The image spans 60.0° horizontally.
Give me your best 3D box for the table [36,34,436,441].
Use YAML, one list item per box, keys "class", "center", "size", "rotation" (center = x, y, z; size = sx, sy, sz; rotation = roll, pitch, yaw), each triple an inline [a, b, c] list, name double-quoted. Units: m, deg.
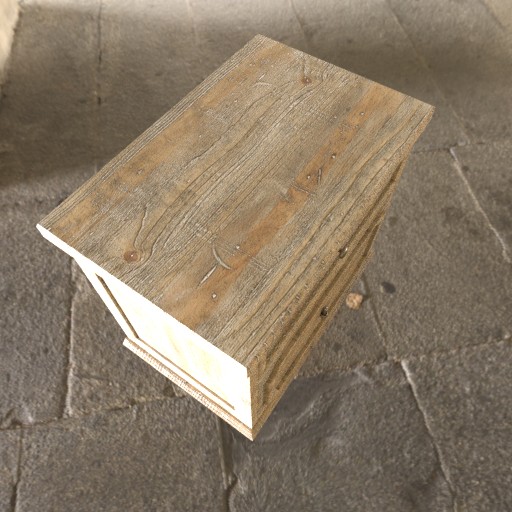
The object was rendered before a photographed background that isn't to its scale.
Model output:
- class: "table"
  center: [0.000, 0.000, 1.146]
  size: [0.457, 0.711, 0.686]
  rotation: [31, 64, 17]
